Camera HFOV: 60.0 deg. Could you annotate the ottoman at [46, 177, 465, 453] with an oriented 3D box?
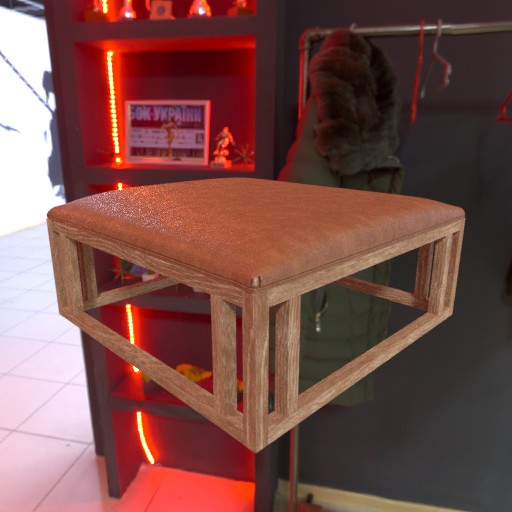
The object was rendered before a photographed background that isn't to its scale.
[{"bbox_3d":[0.000,0.000,1.544,1.013,0.442,1.016,-16,23,-43],"label":"ottoman"}]
